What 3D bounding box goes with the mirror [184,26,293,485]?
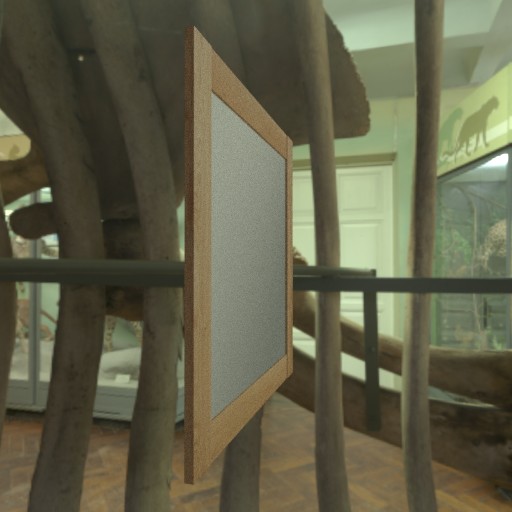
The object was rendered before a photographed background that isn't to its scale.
[{"bbox_3d":[0.000,0.000,1.157,0.020,0.800,0.800,0,0,17],"label":"mirror"}]
